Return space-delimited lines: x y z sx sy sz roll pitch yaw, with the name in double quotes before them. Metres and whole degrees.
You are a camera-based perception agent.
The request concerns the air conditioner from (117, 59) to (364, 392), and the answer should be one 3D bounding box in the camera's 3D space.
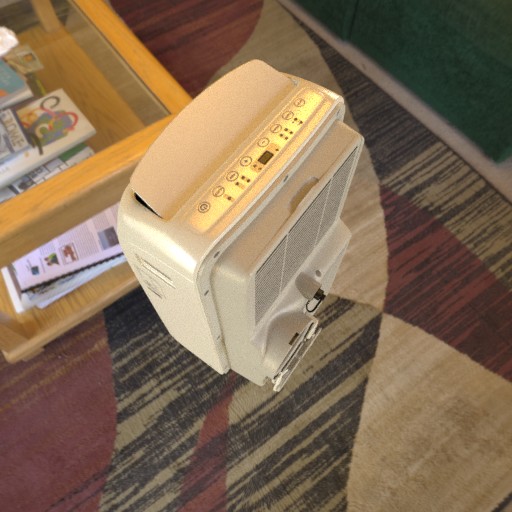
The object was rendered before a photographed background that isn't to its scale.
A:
"air conditioner" 0.000 0.000 1.051 0.414 0.786 0.449 33 68 15
